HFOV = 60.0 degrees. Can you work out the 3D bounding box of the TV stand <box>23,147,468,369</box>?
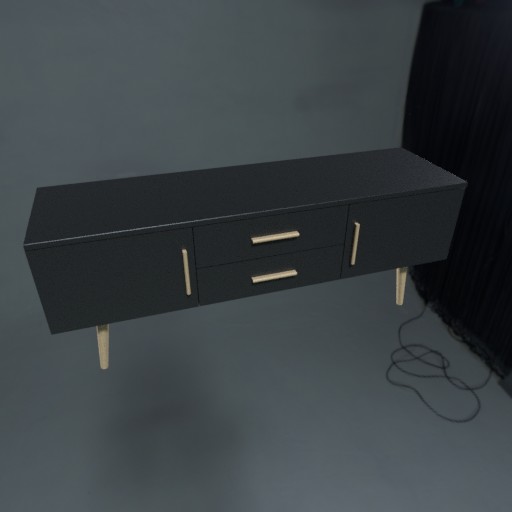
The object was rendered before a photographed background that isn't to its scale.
[{"bbox_3d":[0.000,0.000,1.531,1.312,0.518,0.390,-10,33,-15],"label":"TV stand"}]
